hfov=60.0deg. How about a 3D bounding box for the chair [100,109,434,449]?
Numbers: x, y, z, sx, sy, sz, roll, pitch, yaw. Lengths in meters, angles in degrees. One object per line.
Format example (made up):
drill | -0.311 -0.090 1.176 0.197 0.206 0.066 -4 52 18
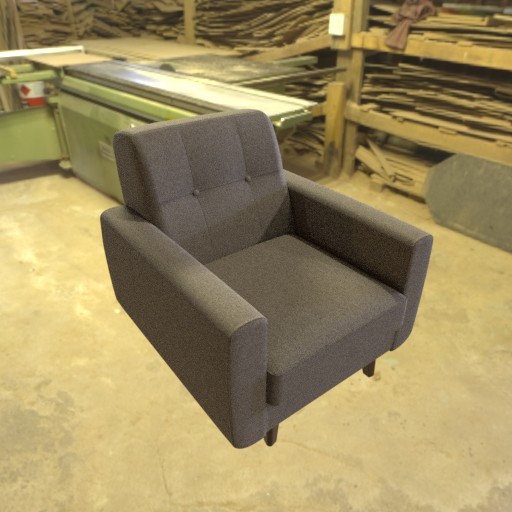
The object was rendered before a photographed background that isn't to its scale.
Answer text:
chair | 0.000 0.000 1.582 0.831 0.839 0.907 -21 37 -32
